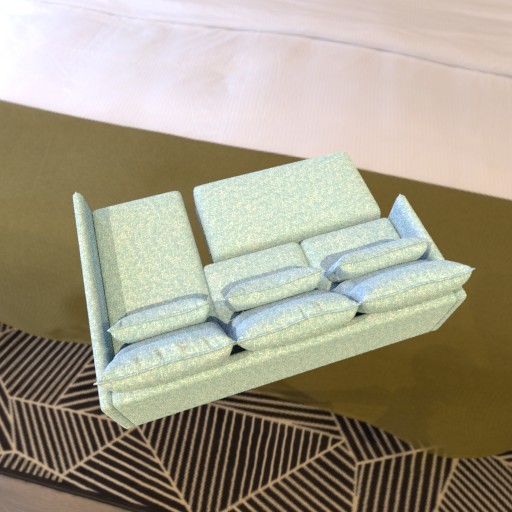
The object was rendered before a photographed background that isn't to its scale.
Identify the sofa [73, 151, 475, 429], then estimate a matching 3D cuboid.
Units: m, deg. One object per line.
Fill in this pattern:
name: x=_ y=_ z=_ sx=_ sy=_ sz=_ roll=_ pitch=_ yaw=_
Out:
sofa: x=0.000 y=0.000 z=2.797 sx=2.034 sy=0.899 sz=1.420 roll=-15 pitch=60 yaw=-9
